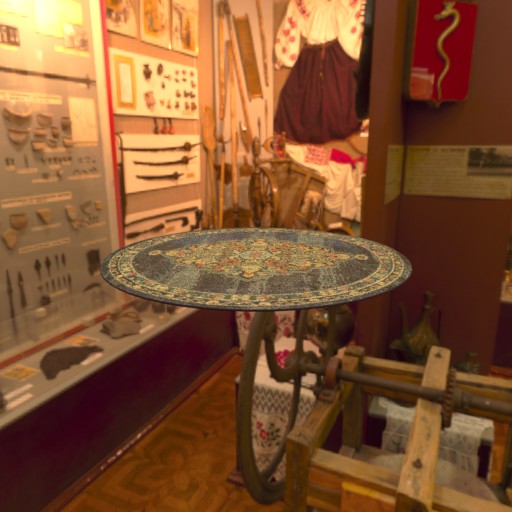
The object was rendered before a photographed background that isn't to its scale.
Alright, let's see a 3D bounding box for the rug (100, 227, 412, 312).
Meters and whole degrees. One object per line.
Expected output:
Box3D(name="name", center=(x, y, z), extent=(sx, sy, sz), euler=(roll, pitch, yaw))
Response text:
Box3D(name="rug", center=(0.000, 0.000, 2.382), extent=(1.591, 0.010, 1.591), euler=(0, 15, 0))
